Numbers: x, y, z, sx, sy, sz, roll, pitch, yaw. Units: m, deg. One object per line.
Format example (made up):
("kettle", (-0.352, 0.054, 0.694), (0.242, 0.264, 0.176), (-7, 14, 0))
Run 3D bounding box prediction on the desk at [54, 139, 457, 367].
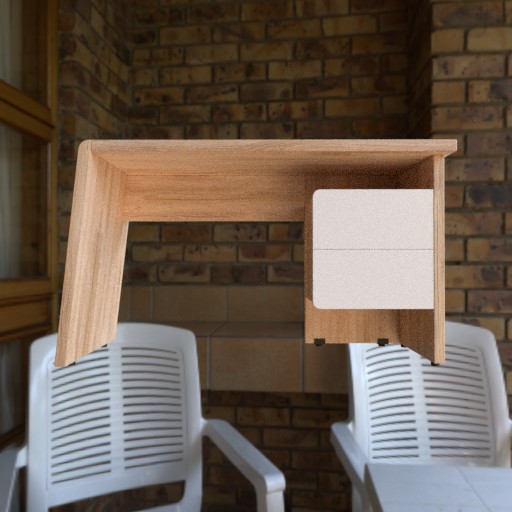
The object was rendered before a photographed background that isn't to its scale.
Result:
("desk", (0.000, 0.000, 1.680), (1.300, 0.750, 0.500), (0, 0, 0))
